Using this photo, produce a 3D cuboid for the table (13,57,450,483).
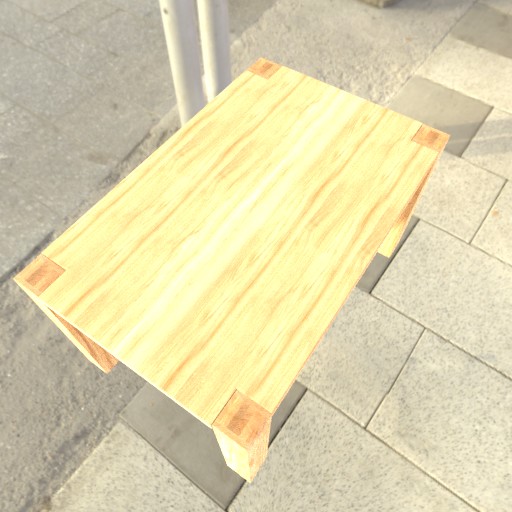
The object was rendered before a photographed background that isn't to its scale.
[{"bbox_3d":[0.000,0.000,1.890,0.900,0.760,1.400,30,62,18],"label":"table"}]
